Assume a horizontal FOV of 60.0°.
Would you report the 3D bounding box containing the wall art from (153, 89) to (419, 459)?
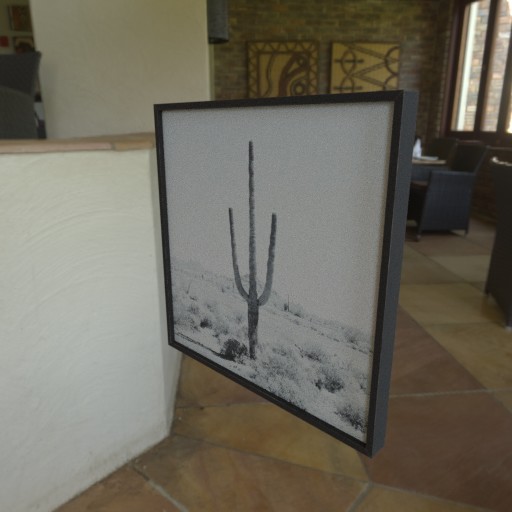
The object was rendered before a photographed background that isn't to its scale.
[{"bbox_3d":[0.000,0.000,0.760,0.508,0.508,0.038,15,22,42],"label":"wall art"}]
